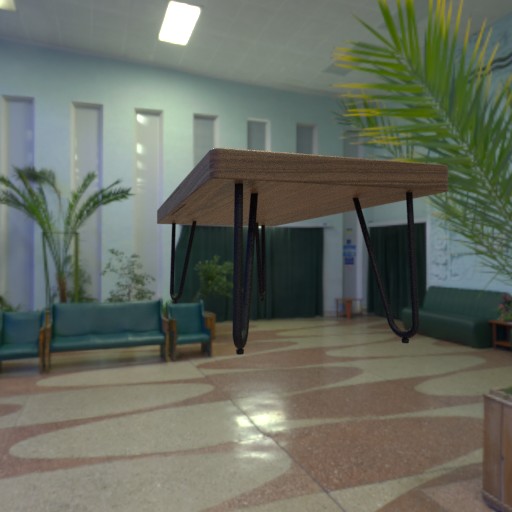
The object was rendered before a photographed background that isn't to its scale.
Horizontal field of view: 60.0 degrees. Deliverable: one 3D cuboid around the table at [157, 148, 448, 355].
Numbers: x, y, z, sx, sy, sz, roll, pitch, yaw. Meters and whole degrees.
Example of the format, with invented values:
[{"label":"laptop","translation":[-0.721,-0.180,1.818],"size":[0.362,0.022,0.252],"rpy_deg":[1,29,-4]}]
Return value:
[{"label":"table","translation":[0.000,0.000,1.710],"size":[0.637,0.468,1.375],"rpy_deg":[0,0,-17]}]
